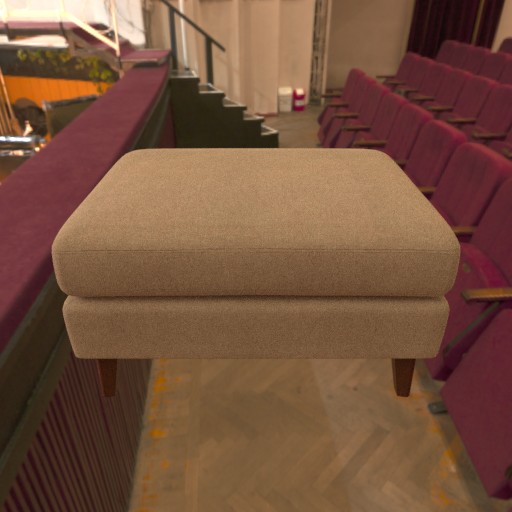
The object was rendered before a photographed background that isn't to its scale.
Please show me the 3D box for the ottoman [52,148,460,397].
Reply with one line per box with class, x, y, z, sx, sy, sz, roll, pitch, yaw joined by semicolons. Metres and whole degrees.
ottoman;0.000;0.000;1.202;0.823;0.478;0.610;0;30;0
